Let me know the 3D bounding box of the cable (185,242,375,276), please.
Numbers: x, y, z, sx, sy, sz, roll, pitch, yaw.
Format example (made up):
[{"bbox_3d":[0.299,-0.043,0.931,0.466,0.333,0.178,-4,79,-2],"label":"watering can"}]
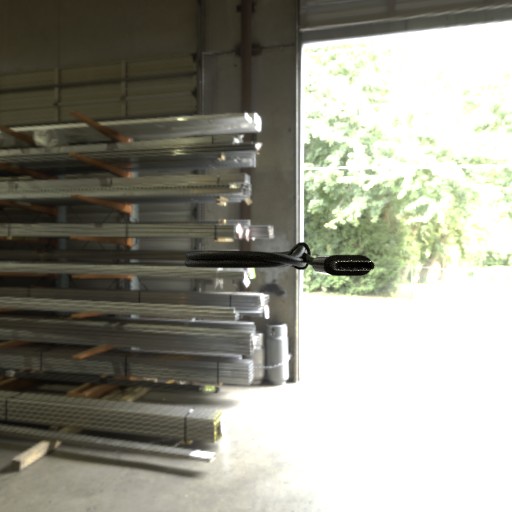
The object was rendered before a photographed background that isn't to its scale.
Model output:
[{"bbox_3d":[0.000,0.000,0.223,0.070,0.014,0.203,0,0,0],"label":"cable"}]
